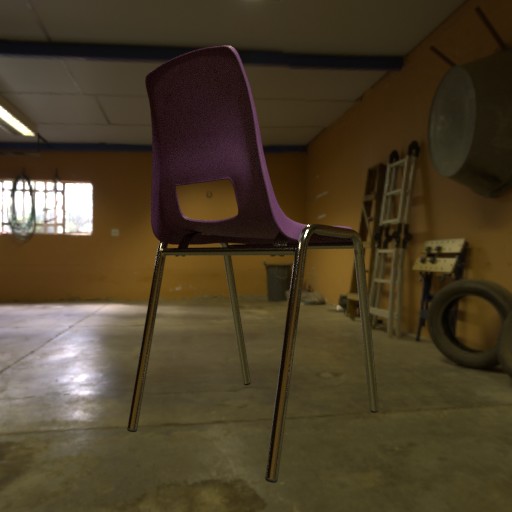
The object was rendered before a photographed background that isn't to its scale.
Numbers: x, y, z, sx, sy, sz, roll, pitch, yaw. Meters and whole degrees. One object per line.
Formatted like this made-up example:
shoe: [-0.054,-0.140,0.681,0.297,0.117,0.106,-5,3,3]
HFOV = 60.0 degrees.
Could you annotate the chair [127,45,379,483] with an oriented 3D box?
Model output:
chair: [0.000,0.000,0.941,0.381,0.704,0.432,0,0,36]
